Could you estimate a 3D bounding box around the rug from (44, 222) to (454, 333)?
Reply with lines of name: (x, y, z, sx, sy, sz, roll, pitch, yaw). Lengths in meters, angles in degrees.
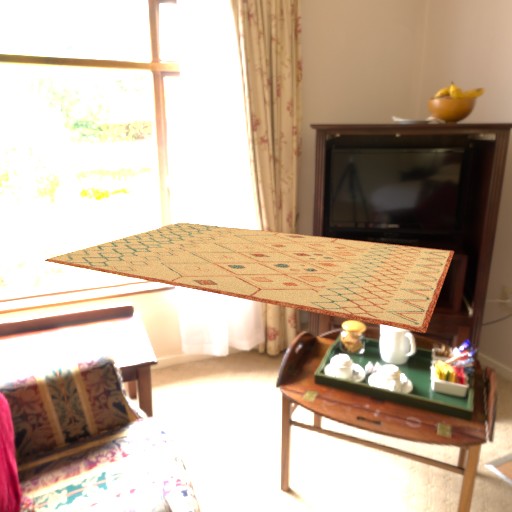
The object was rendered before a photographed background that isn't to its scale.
rug: (0.000, 0.000, 3.099, 2.438, 0.015, 1.524, 8, 17, 26)
